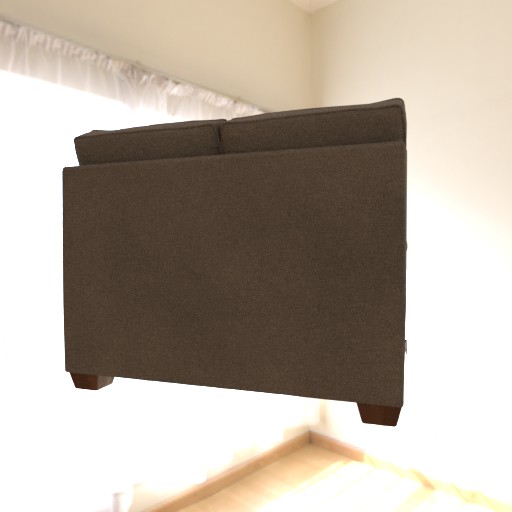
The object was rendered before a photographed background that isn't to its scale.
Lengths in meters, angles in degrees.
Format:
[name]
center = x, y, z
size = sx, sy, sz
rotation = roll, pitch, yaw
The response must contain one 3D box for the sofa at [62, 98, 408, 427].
[sofa]
center = 0.000, 0.000, 1.911
size = 1.237, 1.008, 0.951
rotation = 0, 0, 19
